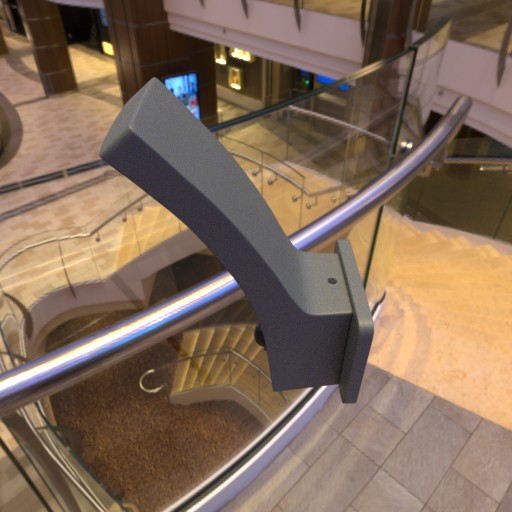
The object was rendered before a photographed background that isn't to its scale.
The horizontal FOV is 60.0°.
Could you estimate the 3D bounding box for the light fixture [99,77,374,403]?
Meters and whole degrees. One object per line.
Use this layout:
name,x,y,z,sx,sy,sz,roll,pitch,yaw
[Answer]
light fixture,0.000,0.000,0.335,0.174,0.243,0.108,-1,40,-1
